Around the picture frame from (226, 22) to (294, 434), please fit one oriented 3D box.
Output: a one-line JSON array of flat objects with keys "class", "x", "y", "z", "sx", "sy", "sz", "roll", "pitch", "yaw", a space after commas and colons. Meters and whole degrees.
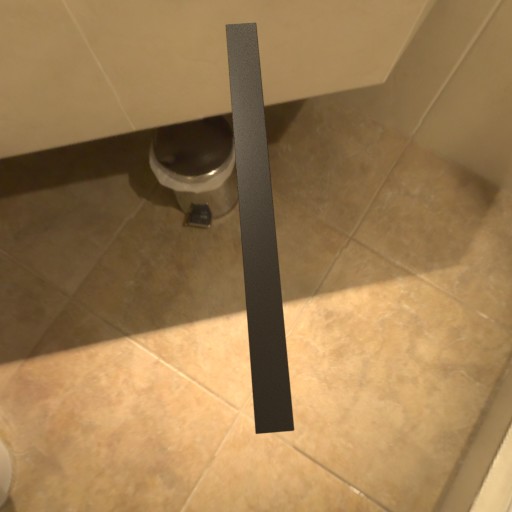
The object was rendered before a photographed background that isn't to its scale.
[{"class": "picture frame", "x": 0.000, "y": 0.000, "z": 0.537, "sx": 0.029, "sy": 0.353, "sz": 0.355, "roll": -4, "pitch": 76, "yaw": -1}]
